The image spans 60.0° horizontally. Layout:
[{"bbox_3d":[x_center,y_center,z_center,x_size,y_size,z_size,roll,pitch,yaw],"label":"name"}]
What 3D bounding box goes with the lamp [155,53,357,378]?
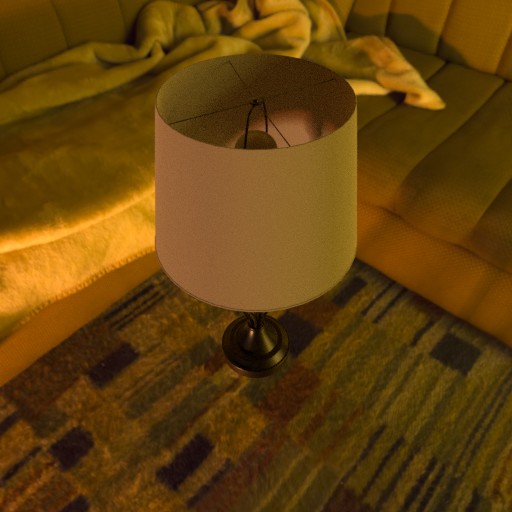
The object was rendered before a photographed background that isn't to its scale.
[{"bbox_3d":[0.000,0.000,0.776,0.331,0.594,0.331,0,46,0],"label":"lamp"}]
